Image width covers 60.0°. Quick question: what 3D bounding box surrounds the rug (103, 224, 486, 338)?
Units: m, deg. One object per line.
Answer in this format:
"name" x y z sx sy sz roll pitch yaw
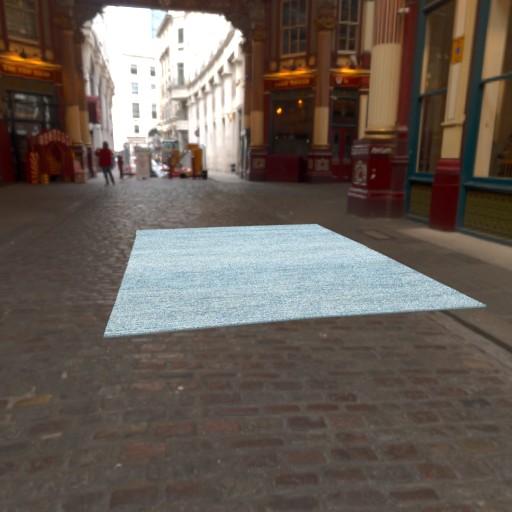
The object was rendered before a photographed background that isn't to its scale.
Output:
"rug" 0.000 0.000 2.852 1.611 0.026 2.260 -3 14 -11
